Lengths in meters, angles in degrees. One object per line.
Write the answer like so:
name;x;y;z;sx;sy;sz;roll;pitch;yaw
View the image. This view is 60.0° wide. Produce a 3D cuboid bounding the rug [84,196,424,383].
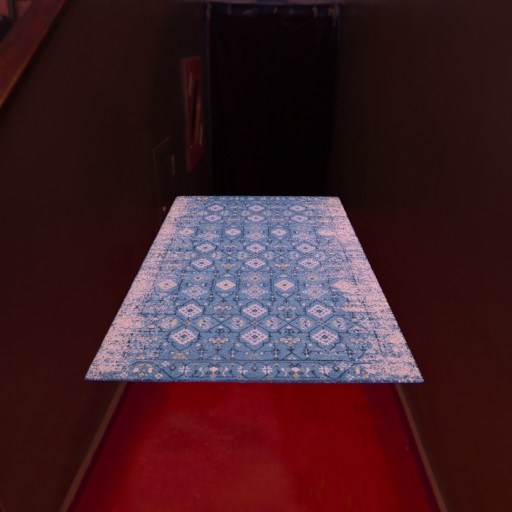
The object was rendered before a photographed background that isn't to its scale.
rug;0.000;0.000;2.225;1.102;0.008;1.795;0;27;1
